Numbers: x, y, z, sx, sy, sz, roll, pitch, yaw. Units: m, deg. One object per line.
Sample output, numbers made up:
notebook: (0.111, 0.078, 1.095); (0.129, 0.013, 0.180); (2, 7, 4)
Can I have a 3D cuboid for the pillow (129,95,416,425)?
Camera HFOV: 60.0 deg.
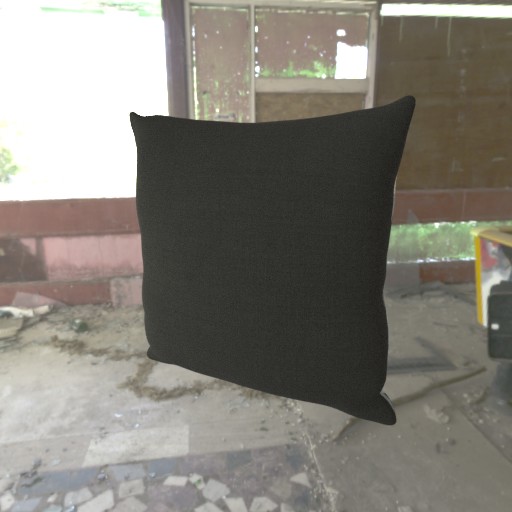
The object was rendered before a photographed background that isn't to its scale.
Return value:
pillow: (0.000, 0.000, 0.754); (0.503, 0.496, 0.208); (7, 17, 26)
